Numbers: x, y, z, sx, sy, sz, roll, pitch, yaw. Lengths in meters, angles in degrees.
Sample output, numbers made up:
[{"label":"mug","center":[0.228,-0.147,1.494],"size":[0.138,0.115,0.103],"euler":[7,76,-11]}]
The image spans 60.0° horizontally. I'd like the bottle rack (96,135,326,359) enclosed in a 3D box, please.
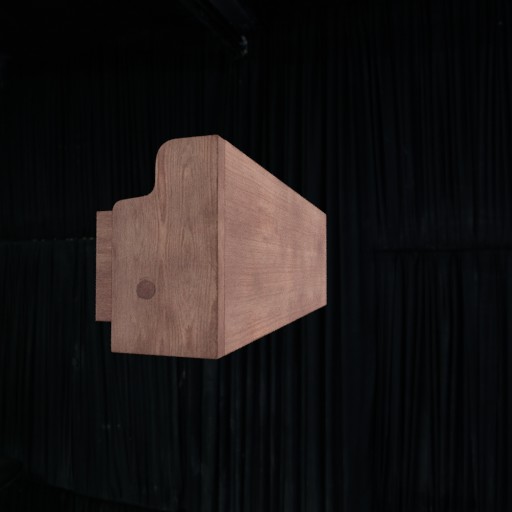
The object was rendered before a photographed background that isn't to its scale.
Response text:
[{"label":"bottle rack","center":[0.000,0.000,0.695],"size":[0.126,0.196,0.608],"euler":[-1,-2,18]}]
